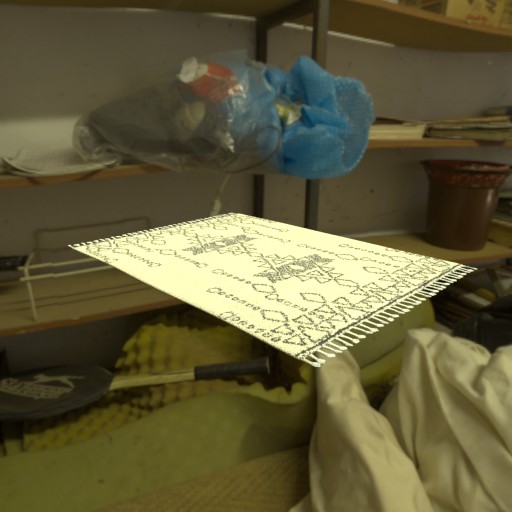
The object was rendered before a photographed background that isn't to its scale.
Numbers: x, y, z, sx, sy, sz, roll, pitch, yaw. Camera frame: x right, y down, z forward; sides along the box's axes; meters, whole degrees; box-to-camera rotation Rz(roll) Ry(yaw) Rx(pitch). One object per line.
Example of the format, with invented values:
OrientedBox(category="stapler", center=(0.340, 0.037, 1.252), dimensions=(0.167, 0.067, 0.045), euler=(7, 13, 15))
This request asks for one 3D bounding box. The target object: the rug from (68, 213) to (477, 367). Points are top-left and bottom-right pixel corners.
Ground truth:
OrientedBox(category="rug", center=(0.000, 0.000, 3.945), dimensions=(2.125, 0.028, 3.027), euler=(-17, 25, -42))
